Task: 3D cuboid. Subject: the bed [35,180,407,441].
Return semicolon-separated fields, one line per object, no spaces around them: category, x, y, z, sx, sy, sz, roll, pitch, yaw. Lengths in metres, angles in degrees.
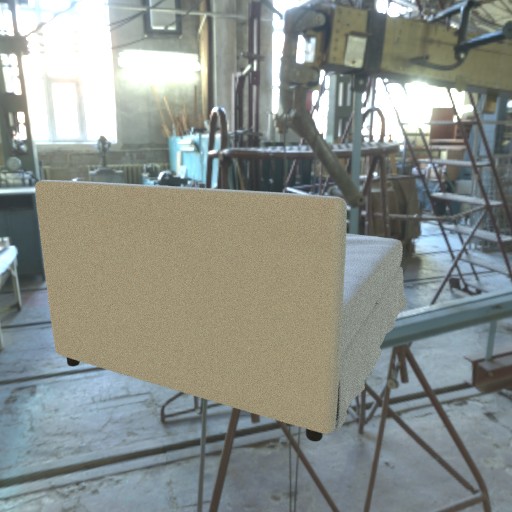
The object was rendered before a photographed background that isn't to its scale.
bed;0.000;0.000;3.566;2.119;1.317;2.341;7;16;26
